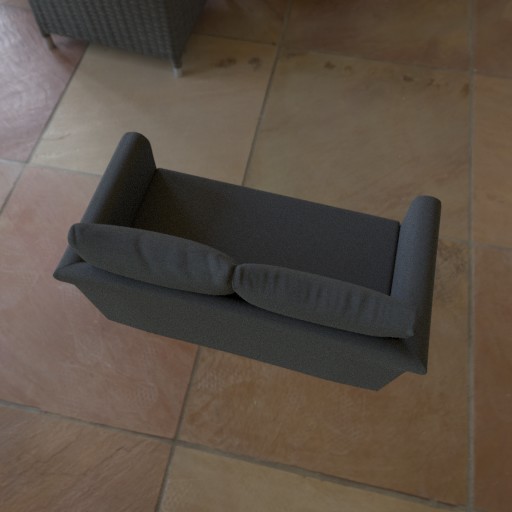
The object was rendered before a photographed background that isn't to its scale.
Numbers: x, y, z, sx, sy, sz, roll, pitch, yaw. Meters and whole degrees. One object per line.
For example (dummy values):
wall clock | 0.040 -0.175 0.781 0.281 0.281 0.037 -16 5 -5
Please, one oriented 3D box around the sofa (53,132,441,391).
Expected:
sofa | 0.000 0.000 1.967 1.460 0.872 0.741 14 65 6
